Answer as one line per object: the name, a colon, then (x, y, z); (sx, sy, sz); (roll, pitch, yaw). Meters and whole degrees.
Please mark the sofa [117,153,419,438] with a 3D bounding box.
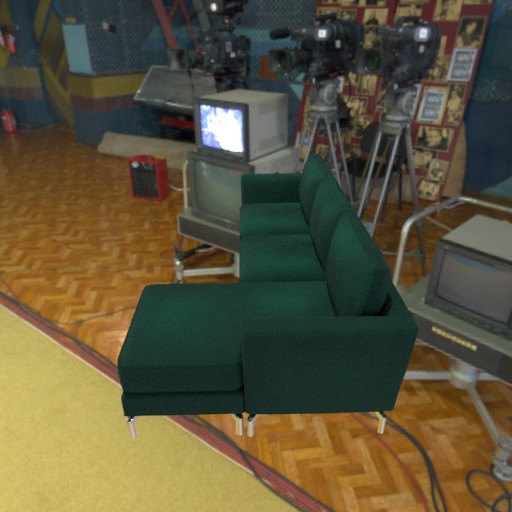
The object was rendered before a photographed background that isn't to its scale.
sofa: (0.000, 0.000, 3.263); (1.489, 1.007, 2.441); (-1, 28, -2)
